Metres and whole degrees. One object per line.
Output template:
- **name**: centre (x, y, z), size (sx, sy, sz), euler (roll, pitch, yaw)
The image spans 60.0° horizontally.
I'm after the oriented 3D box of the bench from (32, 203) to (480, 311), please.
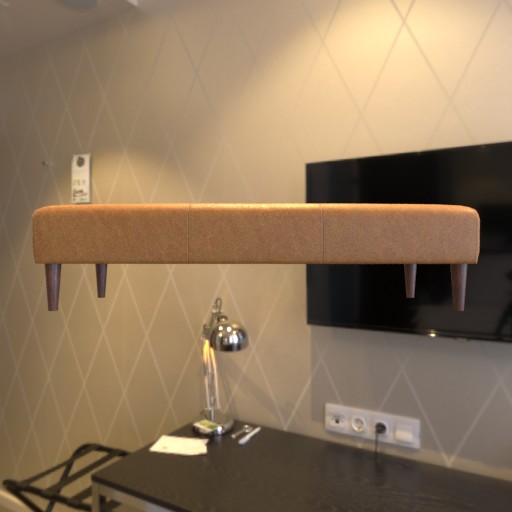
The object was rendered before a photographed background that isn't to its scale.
- **bench**: centre (0.000, 0.000, 1.874), size (1.610, 0.399, 0.653), euler (0, 0, 0)
